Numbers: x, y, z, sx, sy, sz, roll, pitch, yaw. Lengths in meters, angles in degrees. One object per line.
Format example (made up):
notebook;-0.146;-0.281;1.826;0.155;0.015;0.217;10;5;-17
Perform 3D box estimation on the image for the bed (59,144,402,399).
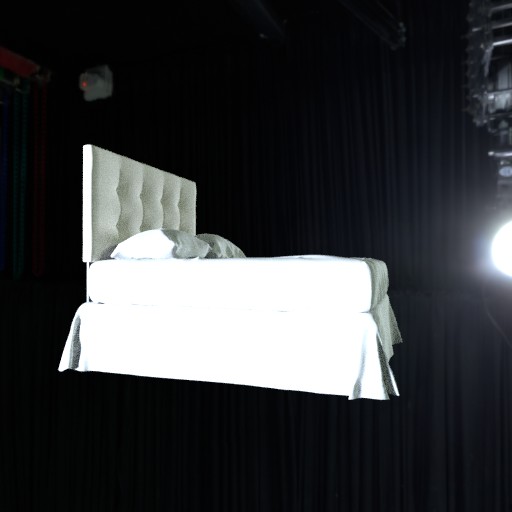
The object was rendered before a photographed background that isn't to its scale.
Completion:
bed;0.000;0.000;3.570;2.222;1.577;1.936;0;-1;19
